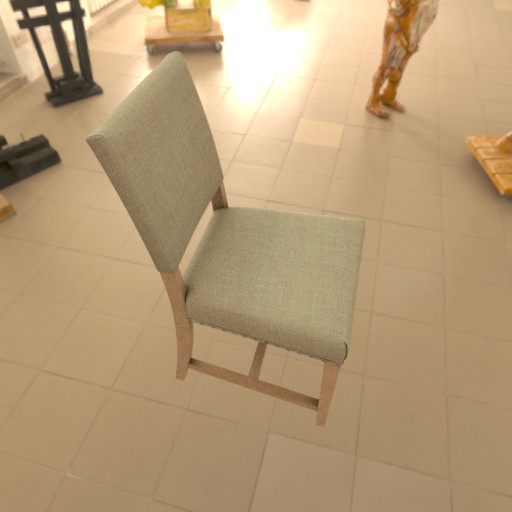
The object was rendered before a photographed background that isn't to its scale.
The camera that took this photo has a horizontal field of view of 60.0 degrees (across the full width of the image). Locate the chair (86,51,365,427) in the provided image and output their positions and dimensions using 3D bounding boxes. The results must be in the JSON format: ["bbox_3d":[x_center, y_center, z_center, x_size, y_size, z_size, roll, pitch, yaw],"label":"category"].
[{"bbox_3d":[0.000,0.000,1.334,0.622,0.986,0.508,11,47,10],"label":"chair"}]
